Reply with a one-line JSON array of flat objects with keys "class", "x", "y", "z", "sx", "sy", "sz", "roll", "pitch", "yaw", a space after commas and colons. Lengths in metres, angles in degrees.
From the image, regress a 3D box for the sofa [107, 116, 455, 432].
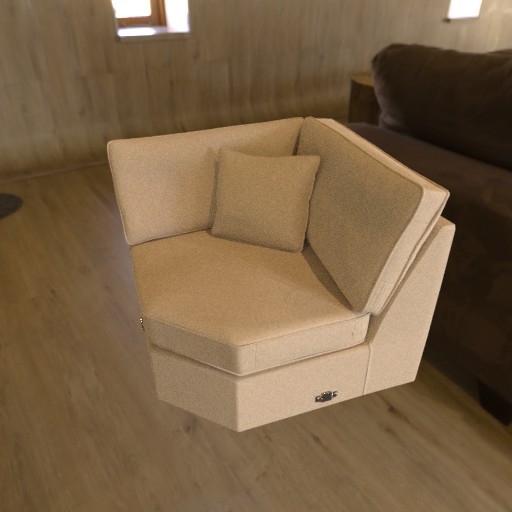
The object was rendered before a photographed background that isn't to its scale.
[{"class": "sofa", "x": 0.000, "y": 0.000, "z": 1.860, "sx": 1.050, "sy": 0.937, "sz": 1.042, "roll": -9, "pitch": 33, "yaw": -15}]
